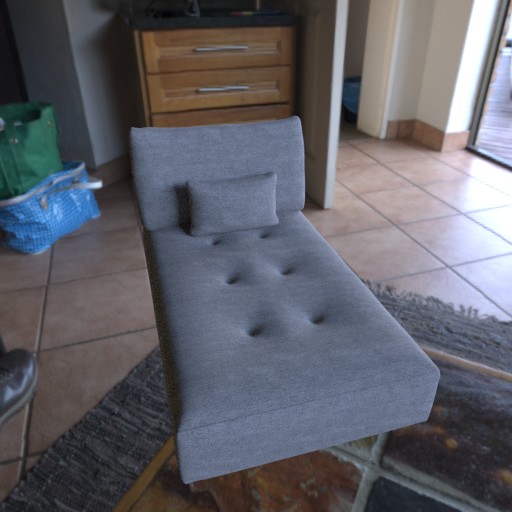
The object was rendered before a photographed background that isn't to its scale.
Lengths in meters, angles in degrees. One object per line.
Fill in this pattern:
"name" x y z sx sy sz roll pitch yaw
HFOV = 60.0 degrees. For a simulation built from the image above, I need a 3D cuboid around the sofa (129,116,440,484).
"sofa" 0.000 0.000 1.910 0.930 0.820 1.450 -8 32 -14
